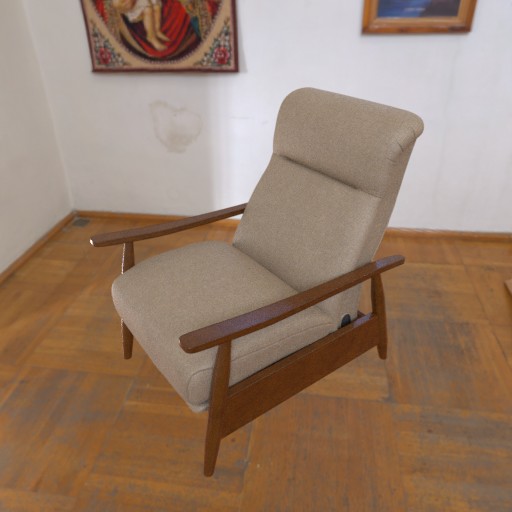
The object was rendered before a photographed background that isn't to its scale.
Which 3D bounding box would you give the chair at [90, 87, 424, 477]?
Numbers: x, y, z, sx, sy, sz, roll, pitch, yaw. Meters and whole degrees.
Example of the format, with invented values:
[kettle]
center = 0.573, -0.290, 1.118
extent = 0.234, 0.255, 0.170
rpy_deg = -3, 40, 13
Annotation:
[chair]
center = 0.000, 0.000, 1.743
extent = 1.030, 1.082, 0.762
rpy_deg = -22, 38, -31
